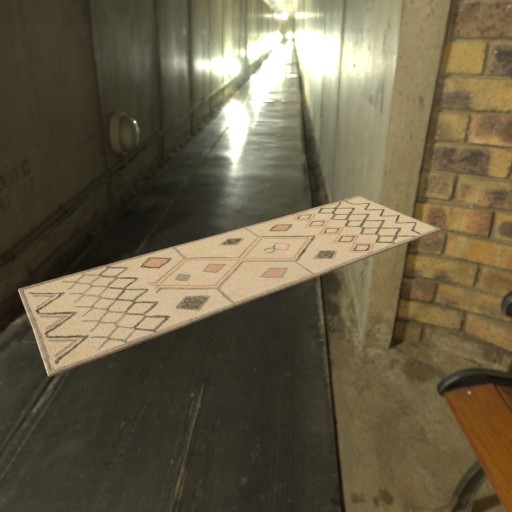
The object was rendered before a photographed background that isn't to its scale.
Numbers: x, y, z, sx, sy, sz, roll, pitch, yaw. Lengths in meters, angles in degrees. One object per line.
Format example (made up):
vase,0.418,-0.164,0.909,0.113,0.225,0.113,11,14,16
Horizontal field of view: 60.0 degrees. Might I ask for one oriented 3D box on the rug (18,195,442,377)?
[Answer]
rug,0.000,0.000,2.592,2.435,0.011,0.750,-18,33,-29
